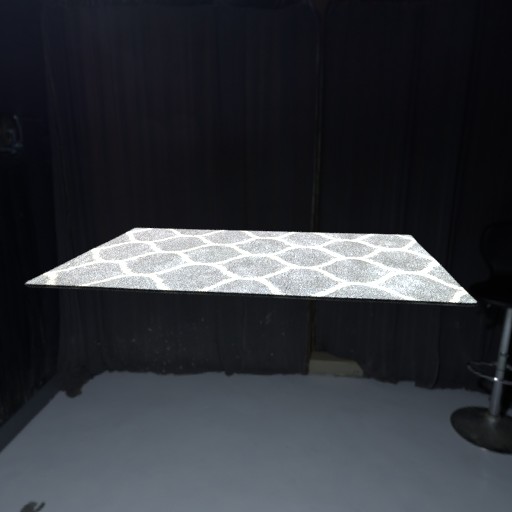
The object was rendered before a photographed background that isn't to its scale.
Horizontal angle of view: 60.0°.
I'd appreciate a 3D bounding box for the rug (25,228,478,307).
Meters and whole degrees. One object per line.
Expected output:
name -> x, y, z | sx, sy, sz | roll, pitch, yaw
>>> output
rug -> 0.000, 0.000, 3.457 | 2.701, 0.026, 1.801 | 2, 15, 7
